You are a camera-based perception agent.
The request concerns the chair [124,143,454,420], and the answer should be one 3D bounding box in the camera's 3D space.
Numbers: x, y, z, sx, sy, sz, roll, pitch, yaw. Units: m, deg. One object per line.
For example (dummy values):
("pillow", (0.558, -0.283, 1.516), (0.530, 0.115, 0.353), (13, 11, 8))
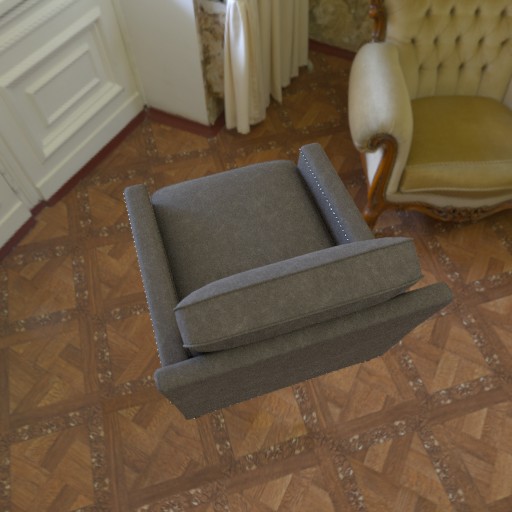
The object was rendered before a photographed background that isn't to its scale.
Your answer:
("chair", (0.000, 0.000, 1.696), (0.853, 0.948, 1.014), (-15, 59, -10))
